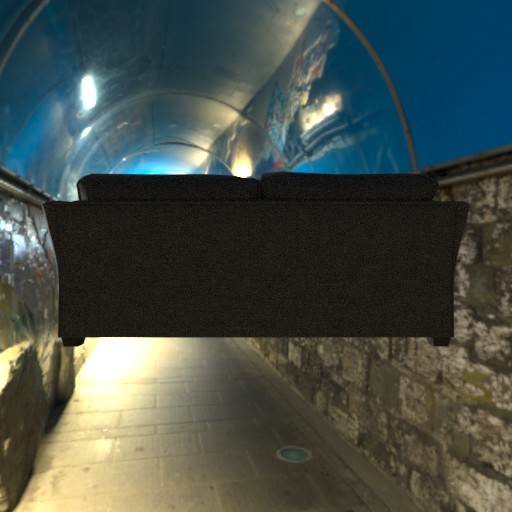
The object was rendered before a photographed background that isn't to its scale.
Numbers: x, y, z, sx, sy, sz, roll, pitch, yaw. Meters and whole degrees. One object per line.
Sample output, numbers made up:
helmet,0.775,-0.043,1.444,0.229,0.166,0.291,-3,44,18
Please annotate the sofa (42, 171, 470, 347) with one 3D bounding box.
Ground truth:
sofa,0.000,0.000,2.776,2.270,0.950,0.971,0,0,0
